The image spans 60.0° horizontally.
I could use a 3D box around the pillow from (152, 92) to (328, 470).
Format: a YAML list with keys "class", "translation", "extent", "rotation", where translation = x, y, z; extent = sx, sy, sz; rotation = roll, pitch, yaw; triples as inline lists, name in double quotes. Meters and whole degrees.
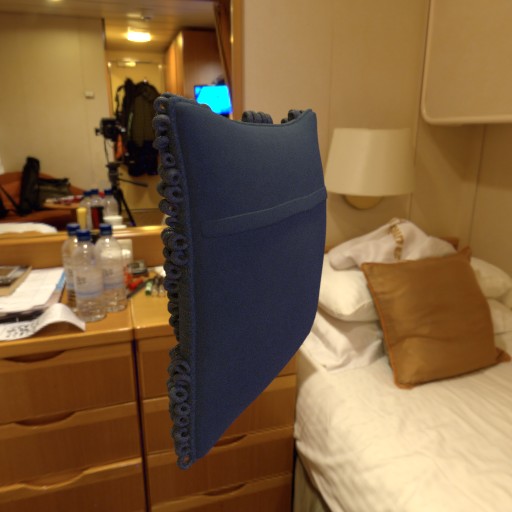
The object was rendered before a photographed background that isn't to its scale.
- class: "pillow"
  translation: [0.000, 0.000, 0.711]
  extent: [0.172, 0.466, 0.469]
  rotation: [7, 17, 25]
